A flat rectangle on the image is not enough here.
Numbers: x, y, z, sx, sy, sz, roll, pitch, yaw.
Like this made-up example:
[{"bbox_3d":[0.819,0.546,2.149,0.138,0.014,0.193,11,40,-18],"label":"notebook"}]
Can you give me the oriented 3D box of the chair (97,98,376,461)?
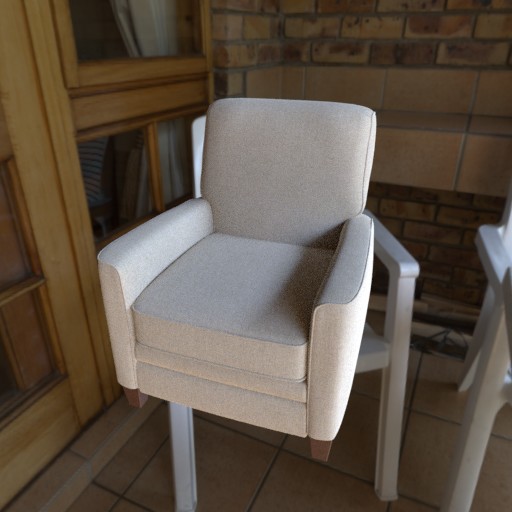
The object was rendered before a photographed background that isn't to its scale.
[{"bbox_3d":[0.000,0.000,1.650,0.845,1.023,0.859,9,28,17],"label":"chair"}]
